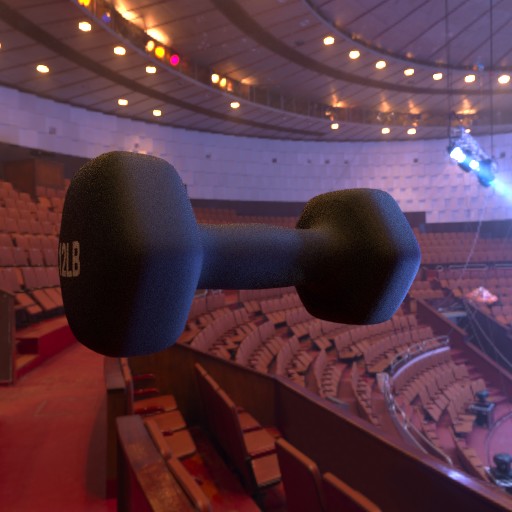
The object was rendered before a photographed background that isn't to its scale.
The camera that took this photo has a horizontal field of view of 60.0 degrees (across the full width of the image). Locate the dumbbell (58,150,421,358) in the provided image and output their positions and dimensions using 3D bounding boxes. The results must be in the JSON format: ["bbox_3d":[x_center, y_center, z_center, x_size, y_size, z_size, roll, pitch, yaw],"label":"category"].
[{"bbox_3d":[0.000,0.000,0.287,0.231,0.101,0.112,0,-1,-36],"label":"dumbbell"}]
